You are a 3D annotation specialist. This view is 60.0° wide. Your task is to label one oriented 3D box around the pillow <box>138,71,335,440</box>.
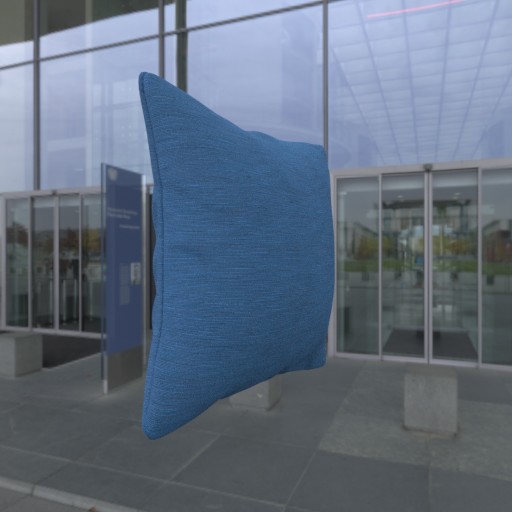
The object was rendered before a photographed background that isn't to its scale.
[{"bbox_3d":[0.000,0.000,0.672,0.177,0.420,0.437,0,0,36],"label":"pillow"}]
